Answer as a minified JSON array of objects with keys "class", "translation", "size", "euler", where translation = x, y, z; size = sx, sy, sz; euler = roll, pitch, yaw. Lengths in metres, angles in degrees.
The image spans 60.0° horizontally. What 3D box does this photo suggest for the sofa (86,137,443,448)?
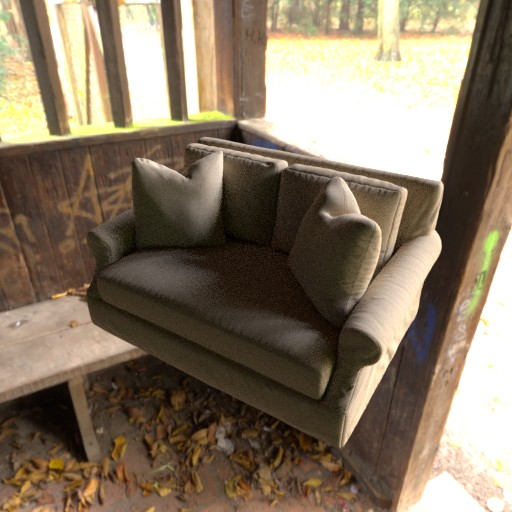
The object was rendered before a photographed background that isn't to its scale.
[{"class":"sofa","translation":[0.000,0.000,2.200],"size":[1.550,0.905,1.070],"euler":[18,35,28]}]
